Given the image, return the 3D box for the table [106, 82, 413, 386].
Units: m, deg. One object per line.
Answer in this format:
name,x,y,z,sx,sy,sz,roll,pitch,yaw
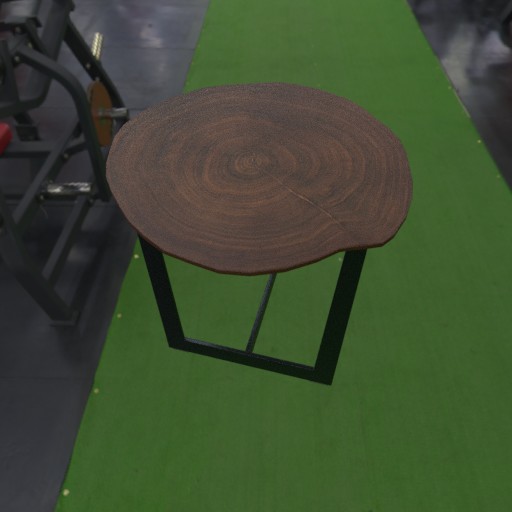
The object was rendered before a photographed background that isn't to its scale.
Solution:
table,0.000,0.000,0.876,0.477,0.476,0.494,3,47,3
